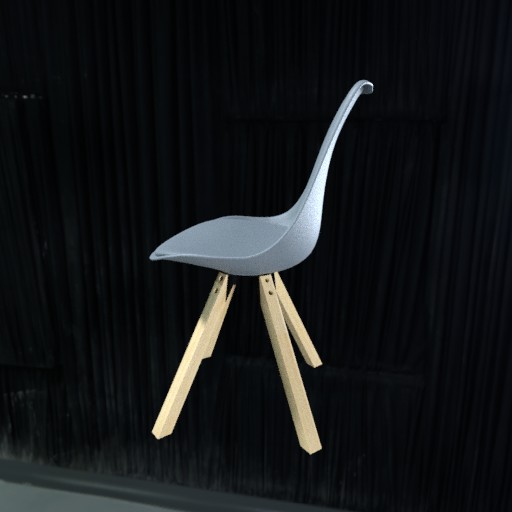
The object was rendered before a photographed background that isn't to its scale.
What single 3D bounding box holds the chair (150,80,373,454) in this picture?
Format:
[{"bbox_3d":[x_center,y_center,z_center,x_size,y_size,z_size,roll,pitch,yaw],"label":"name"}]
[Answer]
[{"bbox_3d":[0.000,0.000,1.187,0.549,0.850,0.485,2,15,8],"label":"chair"}]
